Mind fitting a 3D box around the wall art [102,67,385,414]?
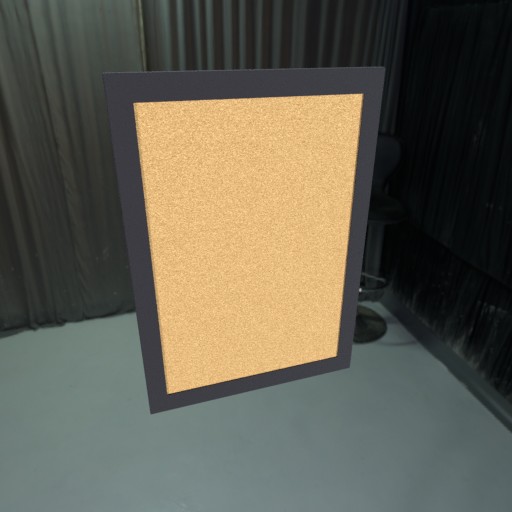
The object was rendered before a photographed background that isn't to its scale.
[{"bbox_3d":[0.000,0.000,0.681,0.374,0.529,0.012,-8,27,-16],"label":"wall art"}]
